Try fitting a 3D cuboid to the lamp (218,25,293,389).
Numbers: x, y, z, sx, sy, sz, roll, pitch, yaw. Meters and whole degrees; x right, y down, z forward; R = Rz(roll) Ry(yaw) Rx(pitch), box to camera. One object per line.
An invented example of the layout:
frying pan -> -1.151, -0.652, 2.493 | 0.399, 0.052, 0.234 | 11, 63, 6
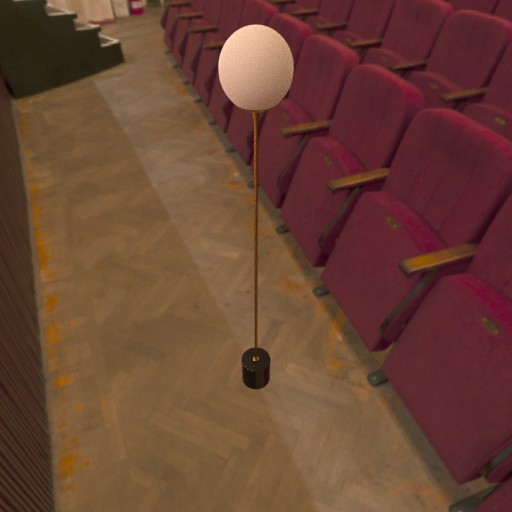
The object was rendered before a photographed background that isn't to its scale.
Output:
lamp -> 0.000, 0.000, 1.845 | 0.229, 1.748, 0.229 | -13, 42, -14
